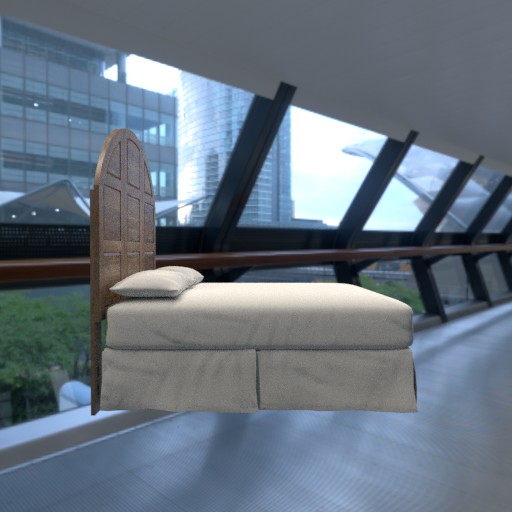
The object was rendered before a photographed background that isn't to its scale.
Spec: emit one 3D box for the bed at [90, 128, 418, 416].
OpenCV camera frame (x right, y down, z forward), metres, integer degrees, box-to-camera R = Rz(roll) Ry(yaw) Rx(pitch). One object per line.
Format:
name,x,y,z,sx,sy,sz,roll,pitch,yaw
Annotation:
bed,0.000,0.000,3.613,2.112,2.002,1.713,0,1,0
